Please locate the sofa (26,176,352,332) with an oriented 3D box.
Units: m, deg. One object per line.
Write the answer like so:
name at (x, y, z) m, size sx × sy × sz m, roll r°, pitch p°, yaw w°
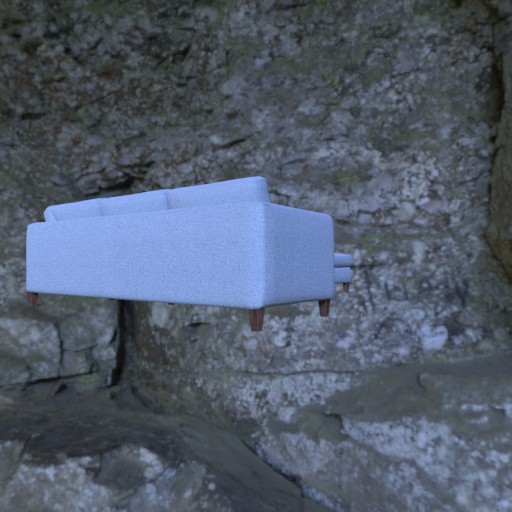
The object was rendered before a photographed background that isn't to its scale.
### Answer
sofa at (0.000, 0.000, 4.478) m, size 2.551 × 0.889 × 3.403 m, roll -1°, pitch -1°, yaw 36°
